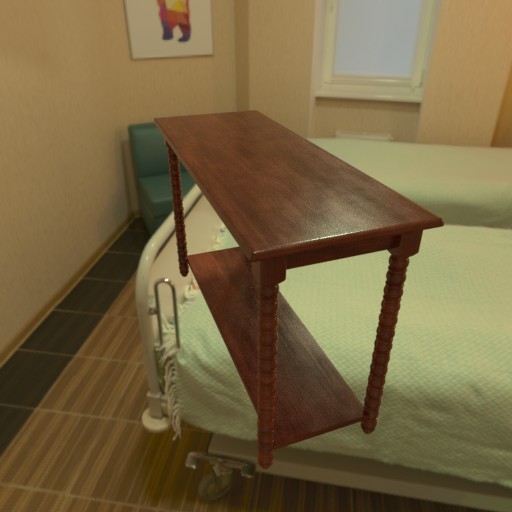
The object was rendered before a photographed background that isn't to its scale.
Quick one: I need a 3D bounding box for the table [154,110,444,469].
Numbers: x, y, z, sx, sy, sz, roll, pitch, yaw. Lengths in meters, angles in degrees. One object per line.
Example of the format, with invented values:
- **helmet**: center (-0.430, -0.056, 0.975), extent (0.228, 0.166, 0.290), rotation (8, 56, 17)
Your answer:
- **table**: center (0.000, 0.000, 1.567), extent (0.459, 0.740, 1.184), rotation (-10, 32, -17)
